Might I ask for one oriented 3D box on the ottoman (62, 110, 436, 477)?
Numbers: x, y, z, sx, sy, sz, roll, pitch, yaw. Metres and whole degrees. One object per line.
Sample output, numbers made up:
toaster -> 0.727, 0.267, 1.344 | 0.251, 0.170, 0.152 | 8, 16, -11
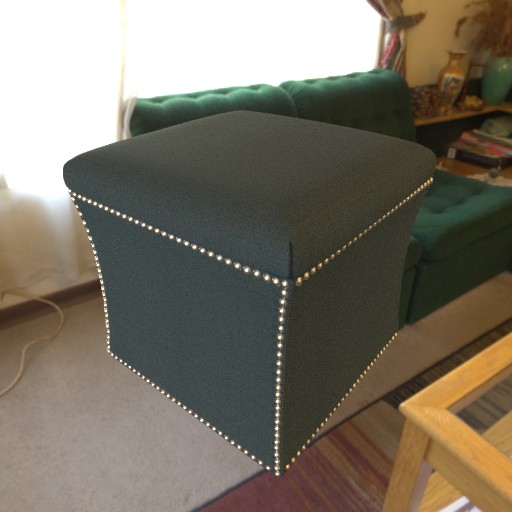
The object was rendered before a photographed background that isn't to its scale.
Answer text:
ottoman -> 0.000, 0.000, 0.890 | 0.507, 0.475, 0.497 | 22, 37, 33
